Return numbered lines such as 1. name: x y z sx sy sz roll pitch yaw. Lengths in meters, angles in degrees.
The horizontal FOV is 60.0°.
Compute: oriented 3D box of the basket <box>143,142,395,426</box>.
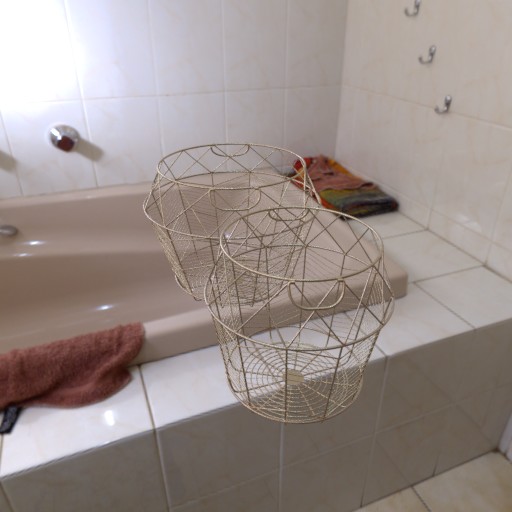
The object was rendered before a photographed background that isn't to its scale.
1. basket: 0.000 0.000 1.031 0.451 0.343 0.805 -10 31 -17
